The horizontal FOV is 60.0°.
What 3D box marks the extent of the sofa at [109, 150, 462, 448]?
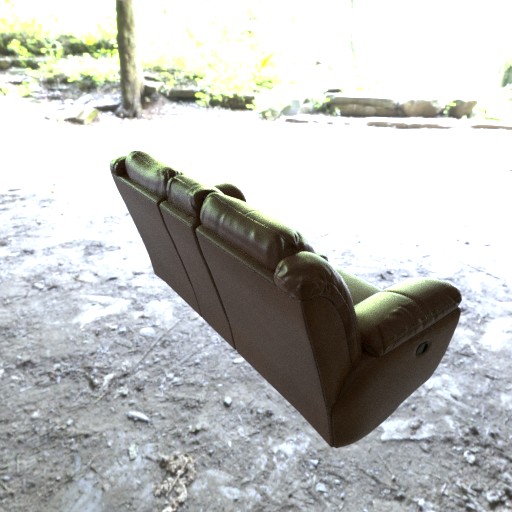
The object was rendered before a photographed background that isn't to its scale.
[{"bbox_3d":[0.000,0.000,2.563,0.991,1.043,2.058,-17,31,-31],"label":"sofa"}]
